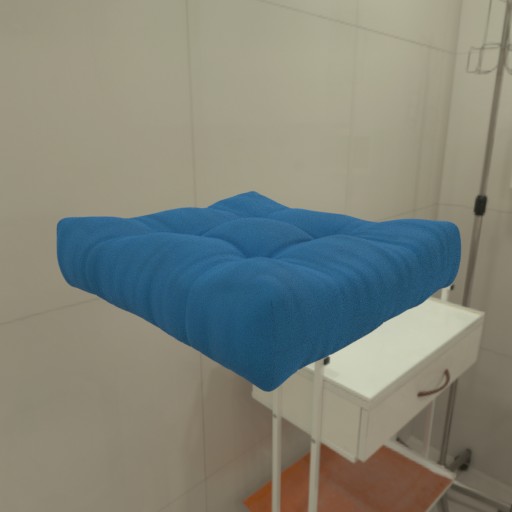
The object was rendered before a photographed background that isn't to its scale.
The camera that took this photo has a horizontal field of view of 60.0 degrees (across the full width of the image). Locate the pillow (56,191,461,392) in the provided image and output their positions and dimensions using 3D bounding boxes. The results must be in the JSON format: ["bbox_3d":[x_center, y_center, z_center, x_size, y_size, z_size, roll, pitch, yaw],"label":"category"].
[{"bbox_3d":[0.000,0.000,0.716,0.468,0.128,0.490,-16,23,-43],"label":"pillow"}]
